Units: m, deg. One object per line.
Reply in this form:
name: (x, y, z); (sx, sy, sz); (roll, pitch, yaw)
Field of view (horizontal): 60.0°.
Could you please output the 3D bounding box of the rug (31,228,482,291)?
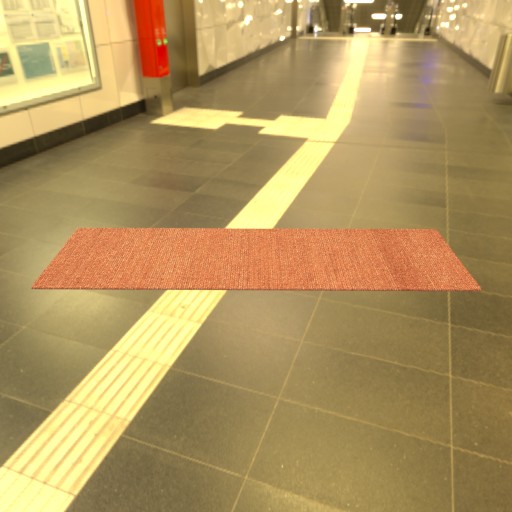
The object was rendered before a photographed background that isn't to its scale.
rug: (0.000, 0.000, 2.550); (2.307, 0.012, 0.687); (0, 30, 0)
